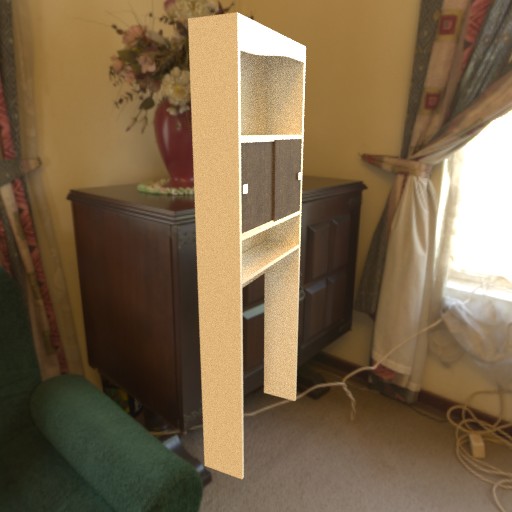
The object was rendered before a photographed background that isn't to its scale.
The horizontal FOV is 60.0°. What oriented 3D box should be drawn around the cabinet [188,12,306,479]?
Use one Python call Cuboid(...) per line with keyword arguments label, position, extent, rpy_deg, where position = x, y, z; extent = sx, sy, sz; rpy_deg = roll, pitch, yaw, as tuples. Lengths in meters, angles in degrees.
Cuboid(label="cabinet", position=(0.000, 0.000, 1.945), extent=(0.192, 1.770, 0.643), rpy_deg=(7, 17, 25))
